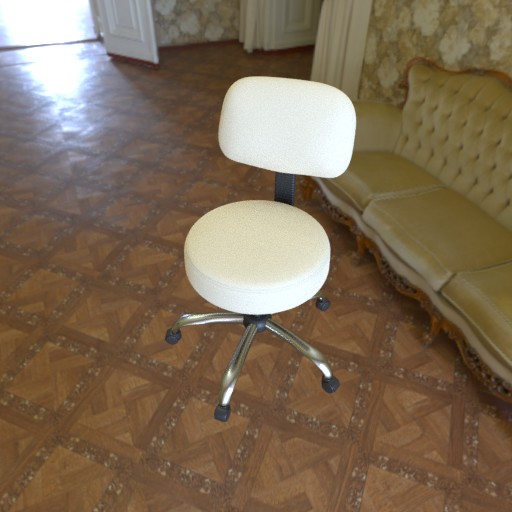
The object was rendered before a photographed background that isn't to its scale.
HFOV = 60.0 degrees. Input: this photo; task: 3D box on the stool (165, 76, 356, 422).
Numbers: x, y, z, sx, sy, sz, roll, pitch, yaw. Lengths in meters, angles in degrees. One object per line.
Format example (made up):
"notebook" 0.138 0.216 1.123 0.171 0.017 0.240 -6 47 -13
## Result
"stool" 0.000 0.000 1.267 0.609 0.810 0.616 14 42 16
